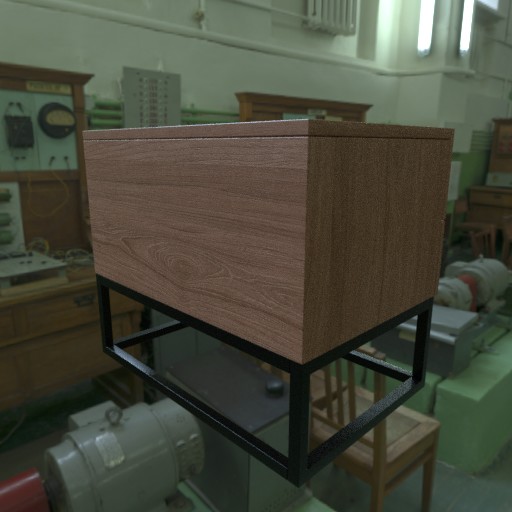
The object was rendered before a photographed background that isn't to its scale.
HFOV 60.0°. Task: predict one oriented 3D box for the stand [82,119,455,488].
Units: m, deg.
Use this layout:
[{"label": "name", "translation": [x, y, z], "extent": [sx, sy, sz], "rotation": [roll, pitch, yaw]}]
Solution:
[{"label": "stand", "translation": [0.000, 0.000, 0.913], "extent": [0.420, 0.500, 0.600], "rotation": [-13, 19, -43]}]
